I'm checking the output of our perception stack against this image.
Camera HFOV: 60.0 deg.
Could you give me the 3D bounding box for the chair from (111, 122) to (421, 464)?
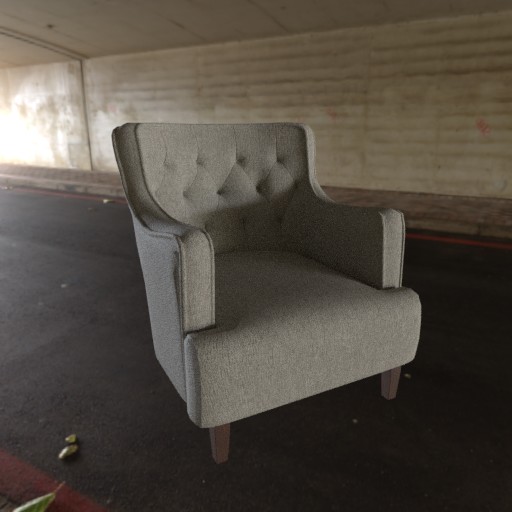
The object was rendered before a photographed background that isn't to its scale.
[{"bbox_3d":[0.000,0.000,1.567,0.820,0.920,0.910,-9,19,-27],"label":"chair"}]
